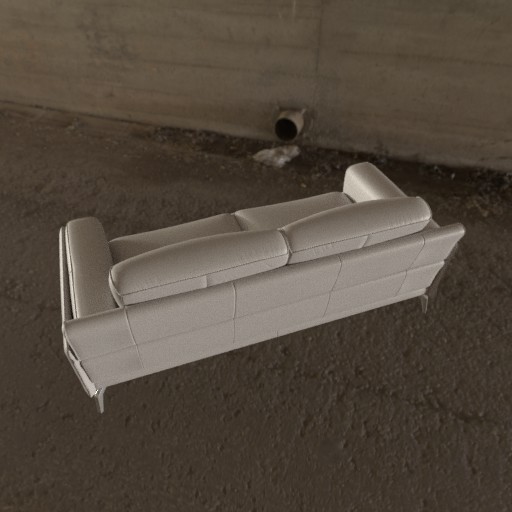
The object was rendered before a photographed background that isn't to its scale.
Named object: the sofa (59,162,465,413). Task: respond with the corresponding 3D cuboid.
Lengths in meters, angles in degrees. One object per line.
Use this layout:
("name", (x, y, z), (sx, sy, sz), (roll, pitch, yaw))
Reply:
("sofa", (0.000, 0.000, 2.556), (2.101, 0.930, 1.049), (-14, 43, -15))
